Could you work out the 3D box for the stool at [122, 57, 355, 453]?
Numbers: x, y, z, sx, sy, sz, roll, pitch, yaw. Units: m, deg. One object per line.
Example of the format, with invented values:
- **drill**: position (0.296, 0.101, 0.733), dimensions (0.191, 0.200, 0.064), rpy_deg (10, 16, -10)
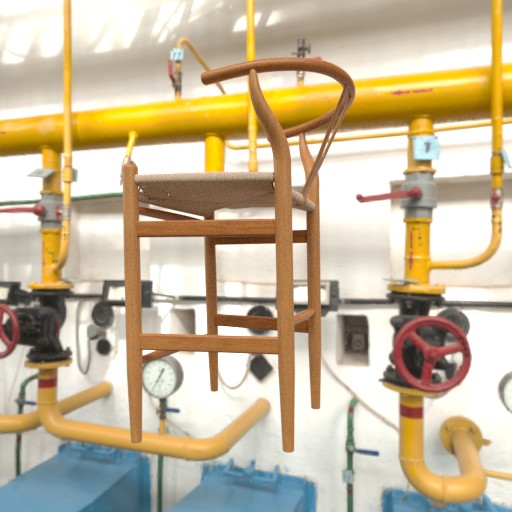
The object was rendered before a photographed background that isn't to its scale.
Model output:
- **stool**: position (0.000, 0.000, 1.315), dimensions (0.579, 0.970, 0.569), rpy_deg (0, -1, 19)
